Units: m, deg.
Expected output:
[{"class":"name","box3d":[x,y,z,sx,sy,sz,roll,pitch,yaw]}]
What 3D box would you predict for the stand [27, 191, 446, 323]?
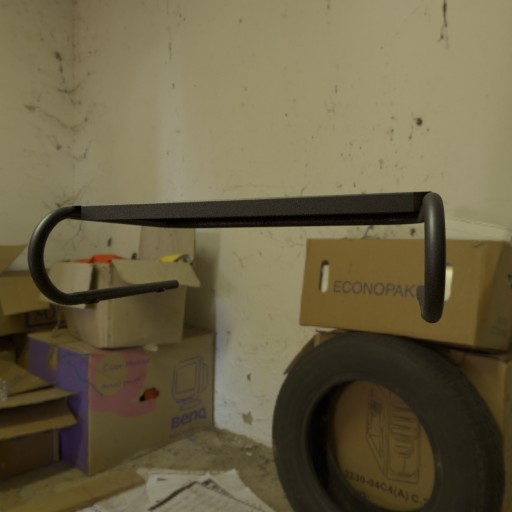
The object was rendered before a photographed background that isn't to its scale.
[{"class":"stand","box3d":[0.000,0.000,0.493,0.370,0.108,0.280,0,1,19]}]
